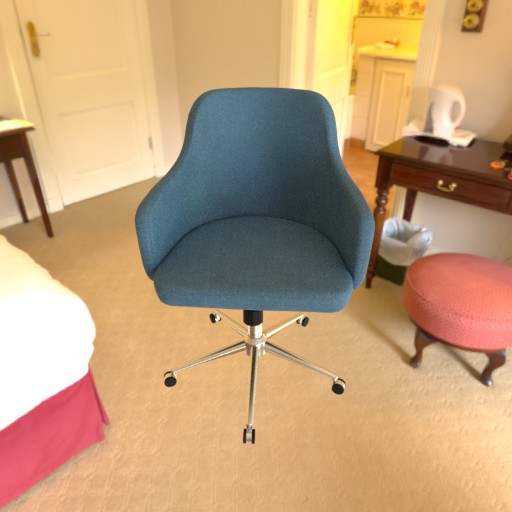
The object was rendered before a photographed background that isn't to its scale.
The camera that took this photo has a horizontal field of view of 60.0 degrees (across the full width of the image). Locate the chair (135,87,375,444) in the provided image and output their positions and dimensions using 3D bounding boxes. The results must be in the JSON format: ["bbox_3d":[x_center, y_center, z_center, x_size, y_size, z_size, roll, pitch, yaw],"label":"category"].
[{"bbox_3d":[0.000,0.000,1.279,0.599,0.820,0.655,2,31,3],"label":"chair"}]
